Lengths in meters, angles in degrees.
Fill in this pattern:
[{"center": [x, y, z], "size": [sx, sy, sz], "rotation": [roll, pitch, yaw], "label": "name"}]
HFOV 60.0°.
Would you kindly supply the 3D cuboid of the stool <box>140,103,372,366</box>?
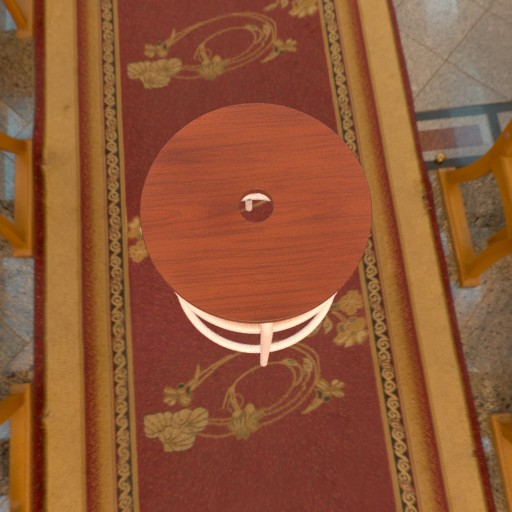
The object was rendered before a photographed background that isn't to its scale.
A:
[{"center": [0.000, 0.000, 0.933], "size": [0.455, 0.610, 0.455], "rotation": [-5, 76, -1], "label": "stool"}]
